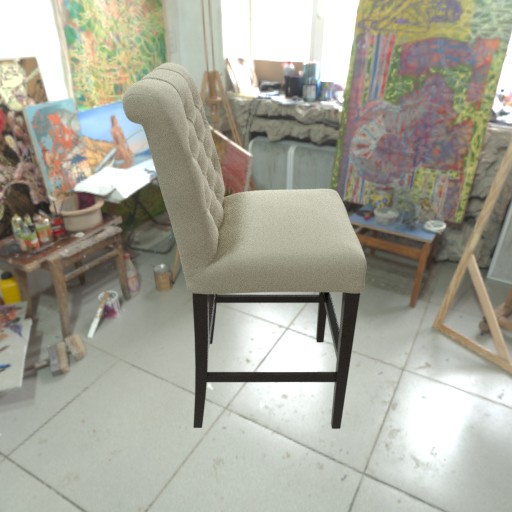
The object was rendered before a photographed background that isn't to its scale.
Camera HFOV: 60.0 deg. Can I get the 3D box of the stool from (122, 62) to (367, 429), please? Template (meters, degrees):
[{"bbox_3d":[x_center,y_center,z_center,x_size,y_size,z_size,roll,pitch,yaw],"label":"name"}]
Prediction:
[{"bbox_3d":[0.000,0.000,1.438,0.610,1.118,0.482,0,31,0],"label":"stool"}]
